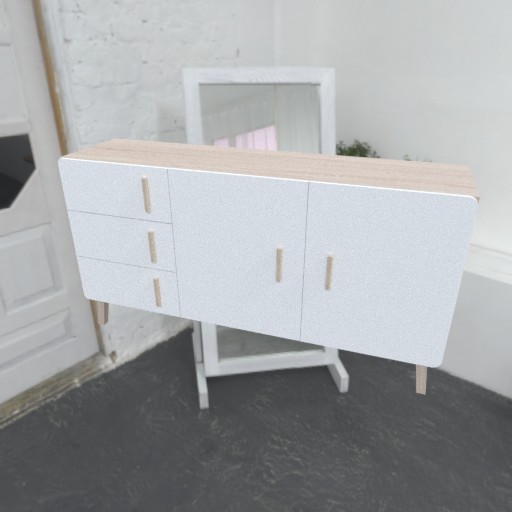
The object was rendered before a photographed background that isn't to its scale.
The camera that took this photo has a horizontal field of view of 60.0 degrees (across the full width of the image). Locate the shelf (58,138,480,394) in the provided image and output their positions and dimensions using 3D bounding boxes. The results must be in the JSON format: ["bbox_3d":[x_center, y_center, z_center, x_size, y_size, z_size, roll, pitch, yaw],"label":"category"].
[{"bbox_3d":[0.000,0.000,1.821,1.490,0.780,0.400,8,28,16],"label":"shelf"}]
